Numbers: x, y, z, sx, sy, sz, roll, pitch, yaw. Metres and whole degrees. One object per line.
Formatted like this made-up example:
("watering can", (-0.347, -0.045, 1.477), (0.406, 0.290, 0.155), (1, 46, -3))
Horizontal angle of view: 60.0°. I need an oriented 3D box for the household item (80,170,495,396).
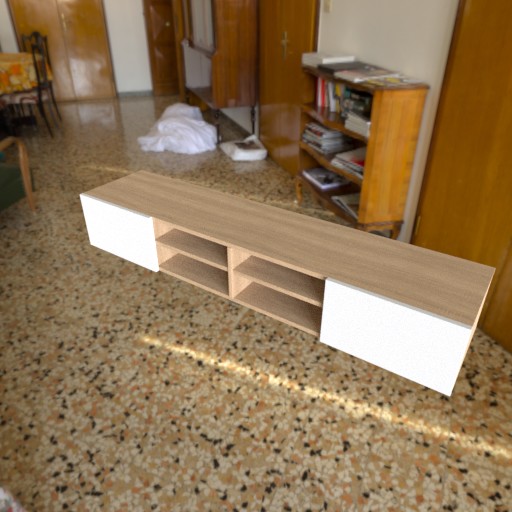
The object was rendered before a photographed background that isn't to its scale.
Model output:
("household item", (0.000, 0.000, 2.010), (1.850, 0.310, 0.420), (19, 36, 29))
